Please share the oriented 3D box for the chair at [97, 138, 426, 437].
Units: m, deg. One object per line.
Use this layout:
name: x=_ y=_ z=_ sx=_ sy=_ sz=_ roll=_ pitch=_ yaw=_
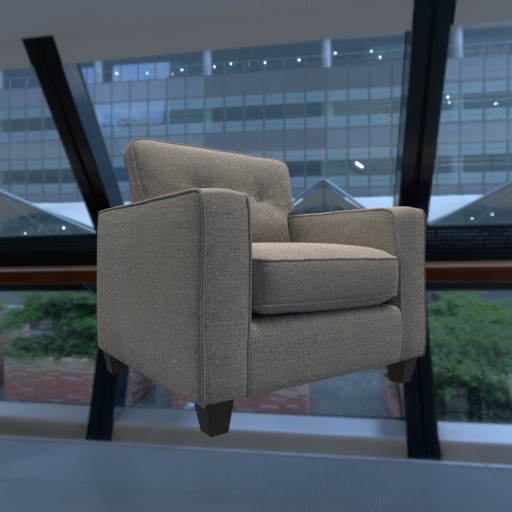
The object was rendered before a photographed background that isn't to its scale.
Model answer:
chair: x=0.000 y=0.000 z=1.775 sx=1.015 sy=0.965 sz=0.939 roll=0 pitch=1 yaw=-36
